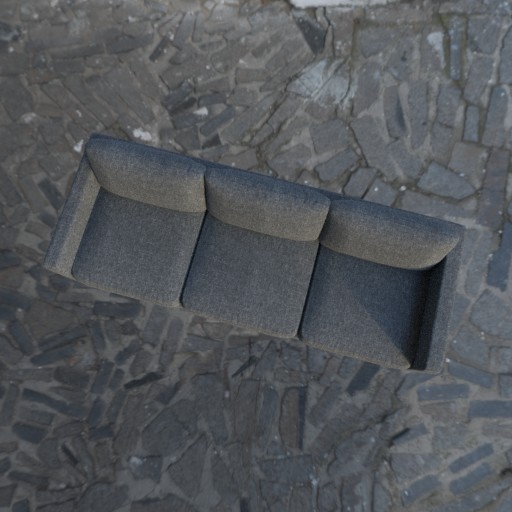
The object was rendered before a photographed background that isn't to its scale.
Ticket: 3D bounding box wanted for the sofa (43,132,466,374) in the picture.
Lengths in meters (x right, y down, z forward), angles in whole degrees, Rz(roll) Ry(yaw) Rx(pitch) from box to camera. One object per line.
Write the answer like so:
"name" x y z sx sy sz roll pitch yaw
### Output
"sofa" 0.000 0.000 2.656 2.218 0.874 0.859 15 78 3
